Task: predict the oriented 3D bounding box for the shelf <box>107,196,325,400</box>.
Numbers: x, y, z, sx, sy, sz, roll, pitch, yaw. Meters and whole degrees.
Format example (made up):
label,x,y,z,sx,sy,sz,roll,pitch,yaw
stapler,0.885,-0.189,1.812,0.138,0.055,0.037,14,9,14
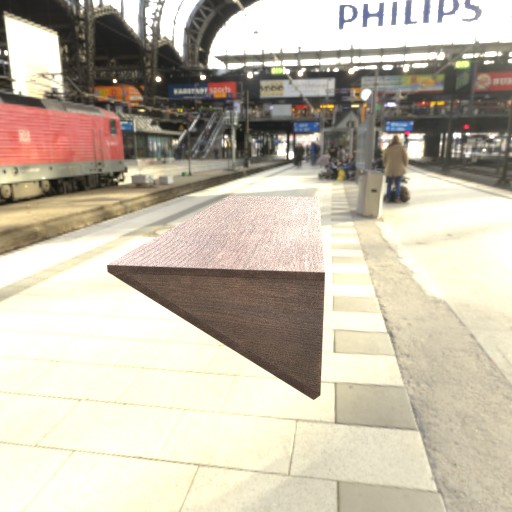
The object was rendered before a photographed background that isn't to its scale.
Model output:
label,x,y,z,sx,sy,sz,roll,pitch,yaw
shelf,0.000,0.000,0.706,0.200,0.125,0.610,2,14,7
